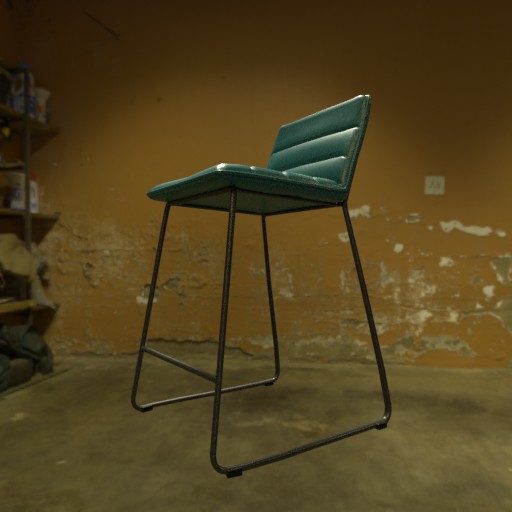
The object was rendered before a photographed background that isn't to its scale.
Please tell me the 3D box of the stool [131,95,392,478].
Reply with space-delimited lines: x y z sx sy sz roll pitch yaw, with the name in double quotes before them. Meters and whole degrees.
"stool" 0.000 0.000 1.183 0.524 0.866 0.489 0 -1 -35
